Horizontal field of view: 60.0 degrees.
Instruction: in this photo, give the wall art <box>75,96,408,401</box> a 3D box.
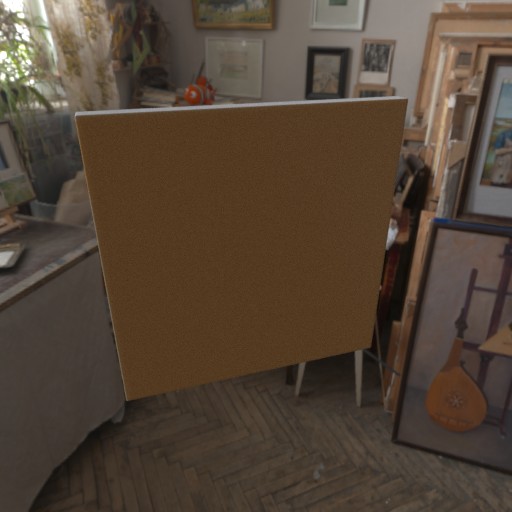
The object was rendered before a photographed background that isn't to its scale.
[{"bbox_3d":[0.000,0.000,1.971,1.287,1.288,0.078,-8,29,-16],"label":"wall art"}]
